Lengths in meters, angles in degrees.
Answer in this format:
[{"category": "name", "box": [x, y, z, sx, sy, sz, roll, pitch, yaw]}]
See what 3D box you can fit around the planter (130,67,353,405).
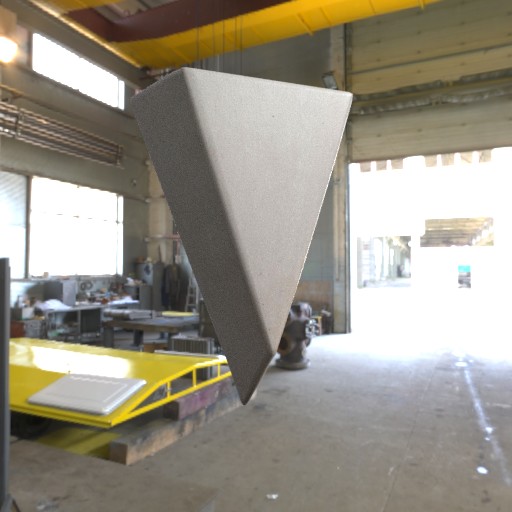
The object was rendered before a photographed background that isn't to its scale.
[{"category": "planter", "box": [0.000, 0.000, 0.276, 0.150, 0.197, 0.060, 1, -2, -19]}]
